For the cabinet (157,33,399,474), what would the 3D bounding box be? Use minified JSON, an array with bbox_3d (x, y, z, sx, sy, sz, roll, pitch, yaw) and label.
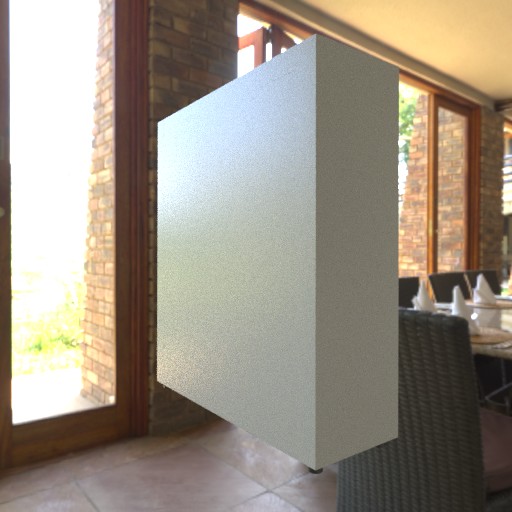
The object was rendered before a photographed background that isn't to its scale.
[{"bbox_3d":[0.000,0.000,1.641,0.348,1.150,0.990,0,1,-36],"label":"cabinet"}]
